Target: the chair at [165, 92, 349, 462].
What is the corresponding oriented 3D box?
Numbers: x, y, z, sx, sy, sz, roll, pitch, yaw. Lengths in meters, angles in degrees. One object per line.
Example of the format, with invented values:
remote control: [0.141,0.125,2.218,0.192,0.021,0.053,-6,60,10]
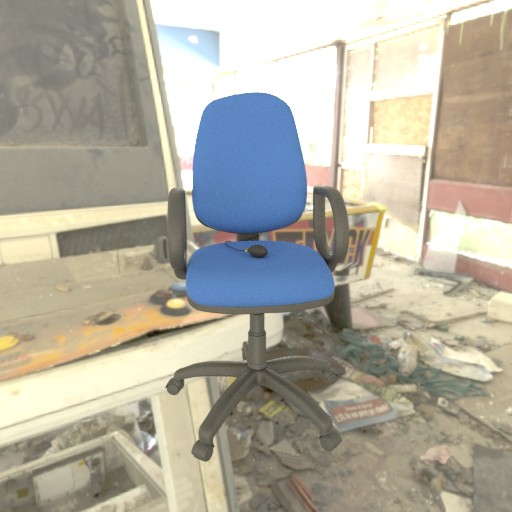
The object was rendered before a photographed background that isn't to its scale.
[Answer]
chair: [0.000,0.000,1.241,0.552,0.905,0.549,-2,15,-7]
